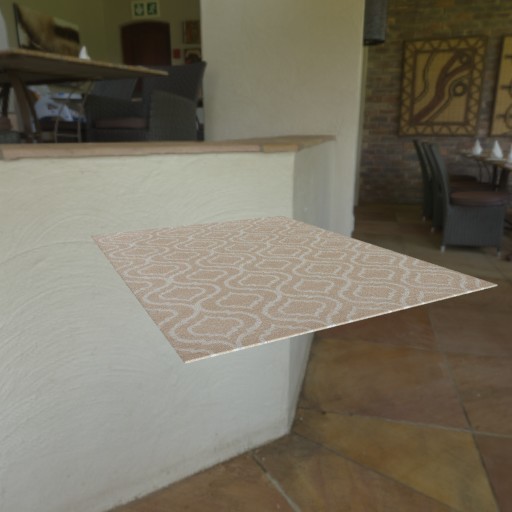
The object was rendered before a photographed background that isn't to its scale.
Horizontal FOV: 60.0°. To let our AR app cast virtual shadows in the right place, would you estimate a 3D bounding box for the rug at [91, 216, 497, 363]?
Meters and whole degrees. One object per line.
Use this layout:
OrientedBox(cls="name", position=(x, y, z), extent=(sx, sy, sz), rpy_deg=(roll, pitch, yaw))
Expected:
OrientedBox(cls="rug", position=(0.000, 0.000, 3.811), extent=(2.286, 0.013, 2.894), rpy_deg=(-8, 18, -27))
